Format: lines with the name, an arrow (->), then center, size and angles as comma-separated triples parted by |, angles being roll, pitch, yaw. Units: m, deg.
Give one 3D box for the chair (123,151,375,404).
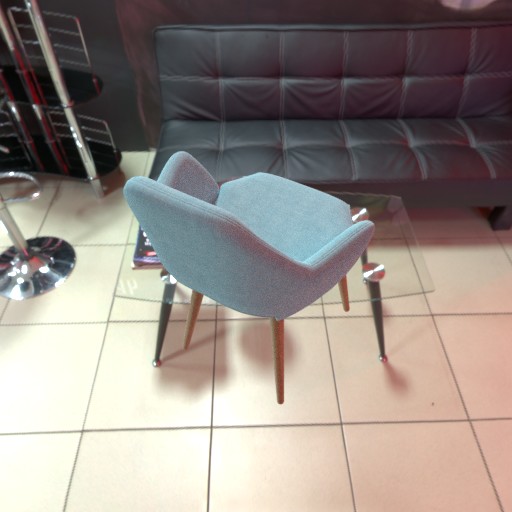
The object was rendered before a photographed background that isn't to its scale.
chair -> 0.000, 0.000, 1.269 | 0.590, 0.840, 0.610 | 24, 52, 21
